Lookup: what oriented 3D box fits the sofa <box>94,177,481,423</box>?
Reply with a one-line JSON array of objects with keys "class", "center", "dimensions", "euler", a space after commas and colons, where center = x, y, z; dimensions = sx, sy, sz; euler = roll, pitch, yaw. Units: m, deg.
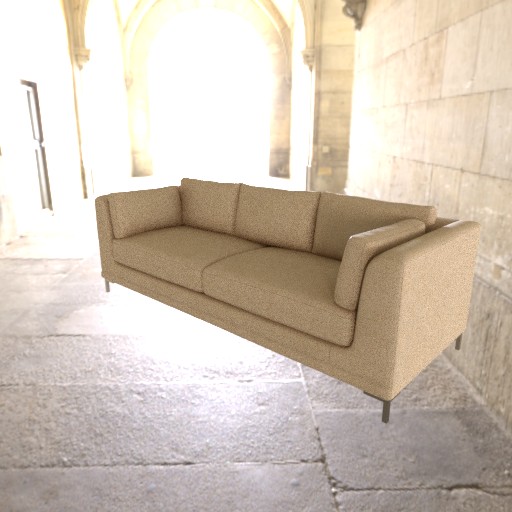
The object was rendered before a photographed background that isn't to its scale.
[{"class": "sofa", "center": [0.000, 0.000, 2.915], "dimensions": [2.415, 0.867, 0.969], "euler": [15, 22, 40]}]
